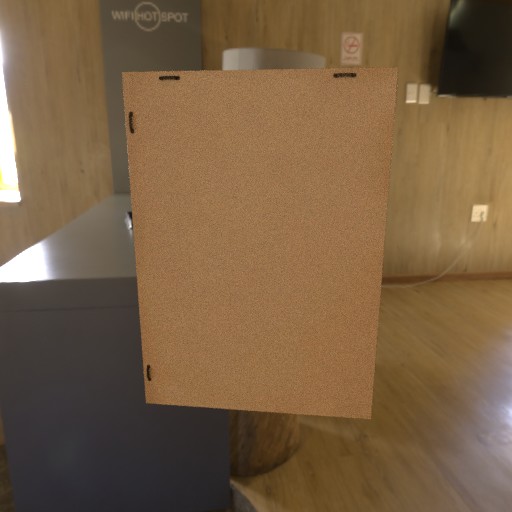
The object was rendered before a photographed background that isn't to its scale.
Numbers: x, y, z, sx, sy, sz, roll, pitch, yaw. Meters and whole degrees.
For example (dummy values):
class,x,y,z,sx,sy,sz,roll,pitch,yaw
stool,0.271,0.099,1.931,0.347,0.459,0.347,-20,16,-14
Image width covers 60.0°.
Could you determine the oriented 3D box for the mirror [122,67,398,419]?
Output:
class,x,y,z,sx,sy,sz,roll,pitch,yaw
mirror,0.000,0.000,0.913,0.507,0.710,0.039,2,15,7
